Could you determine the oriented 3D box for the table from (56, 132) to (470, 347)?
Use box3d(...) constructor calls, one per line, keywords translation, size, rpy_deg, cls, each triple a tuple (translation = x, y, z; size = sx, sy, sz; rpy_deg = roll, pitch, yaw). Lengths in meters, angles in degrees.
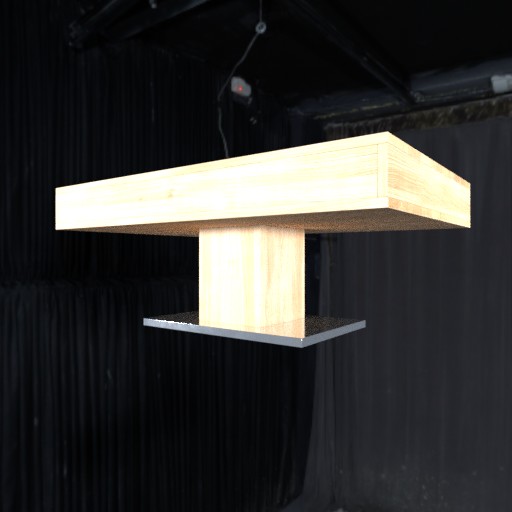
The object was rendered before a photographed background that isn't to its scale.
box3d(translation=(0.000, 0.000, 1.392), size=(1.100, 0.440, 0.700), rpy_deg=(0, 0, 37), cls="table")
